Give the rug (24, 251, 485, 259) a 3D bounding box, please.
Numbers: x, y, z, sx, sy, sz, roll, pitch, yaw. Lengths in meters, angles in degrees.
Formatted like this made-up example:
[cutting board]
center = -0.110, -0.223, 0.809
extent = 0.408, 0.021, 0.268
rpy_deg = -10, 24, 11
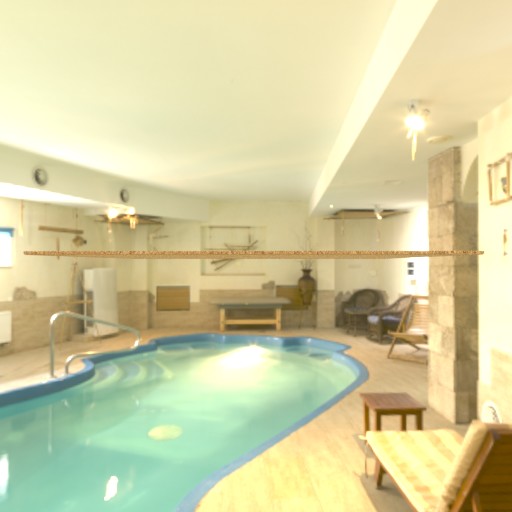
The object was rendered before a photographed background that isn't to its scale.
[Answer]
[rug]
center = 0.000, 0.000, 4.080
extent = 3.000, 0.025, 2.400
rpy_deg = 0, -1, 2
